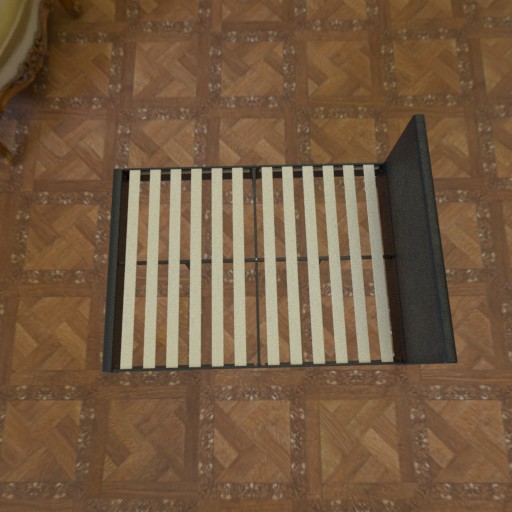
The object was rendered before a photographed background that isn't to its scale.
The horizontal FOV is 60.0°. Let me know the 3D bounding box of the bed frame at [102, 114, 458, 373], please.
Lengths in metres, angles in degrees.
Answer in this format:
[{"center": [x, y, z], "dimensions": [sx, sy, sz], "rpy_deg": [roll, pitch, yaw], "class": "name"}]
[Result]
[{"center": [0.000, 0.000, 3.316], "dimensions": [2.318, 1.127, 1.634], "rpy_deg": [-1, 76, 0], "class": "bed frame"}]
